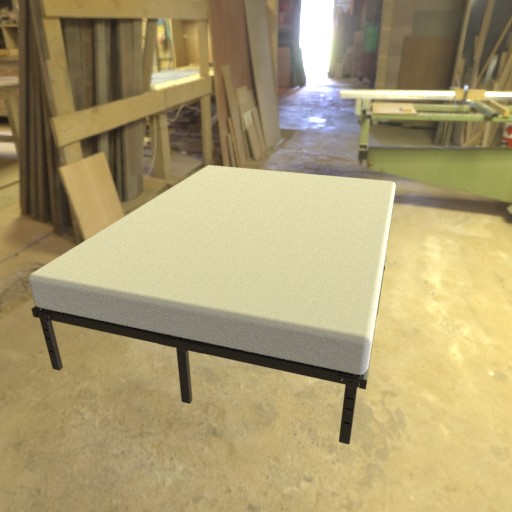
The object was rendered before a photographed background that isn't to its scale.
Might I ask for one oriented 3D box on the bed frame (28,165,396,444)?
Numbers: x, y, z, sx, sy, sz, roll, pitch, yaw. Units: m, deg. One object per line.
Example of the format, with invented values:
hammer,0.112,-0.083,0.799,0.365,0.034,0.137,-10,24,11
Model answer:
bed frame,0.000,0.000,3.547,1.990,0.680,2.635,8,28,16
